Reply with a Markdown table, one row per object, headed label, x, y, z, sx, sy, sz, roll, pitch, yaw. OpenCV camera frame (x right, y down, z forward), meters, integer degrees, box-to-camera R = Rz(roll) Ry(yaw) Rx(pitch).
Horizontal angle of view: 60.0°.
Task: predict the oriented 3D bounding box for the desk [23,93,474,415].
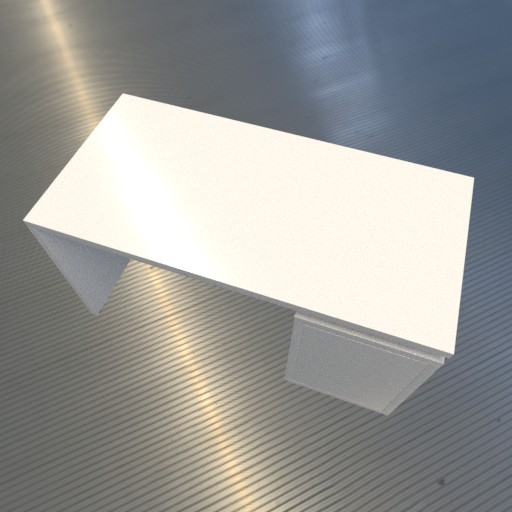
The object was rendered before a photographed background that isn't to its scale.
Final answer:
| label | x | y | z | sx | sy | sz | roll | pitch | yaw |
| --- | --- | --- | --- | --- | --- | --- | --- | --- | --- |
| desk | 0.000 | 0.000 | 1.835 | 1.400 | 0.740 | 0.690 | 16 | 59 | 10 |
